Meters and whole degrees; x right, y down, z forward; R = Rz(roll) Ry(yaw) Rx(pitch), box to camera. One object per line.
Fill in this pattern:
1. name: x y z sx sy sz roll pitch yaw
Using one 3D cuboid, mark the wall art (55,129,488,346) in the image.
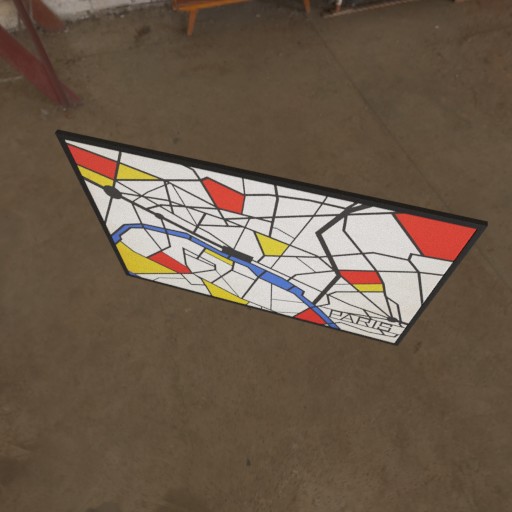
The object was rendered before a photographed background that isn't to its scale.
1. wall art: 0.000 0.000 1.237 0.963 0.665 0.013 14 59 8
